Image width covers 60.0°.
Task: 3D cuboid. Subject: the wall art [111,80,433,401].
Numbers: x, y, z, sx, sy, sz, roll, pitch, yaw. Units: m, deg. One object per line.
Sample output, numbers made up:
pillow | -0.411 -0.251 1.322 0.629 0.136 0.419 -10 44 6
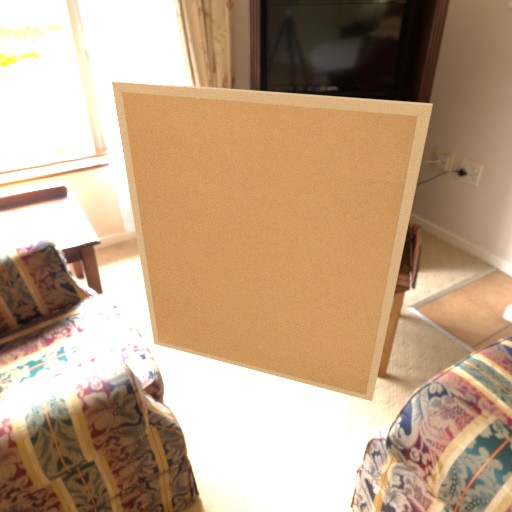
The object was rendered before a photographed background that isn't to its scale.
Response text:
wall art | 0.000 0.000 0.784 0.482 0.557 0.012 10 33 16
